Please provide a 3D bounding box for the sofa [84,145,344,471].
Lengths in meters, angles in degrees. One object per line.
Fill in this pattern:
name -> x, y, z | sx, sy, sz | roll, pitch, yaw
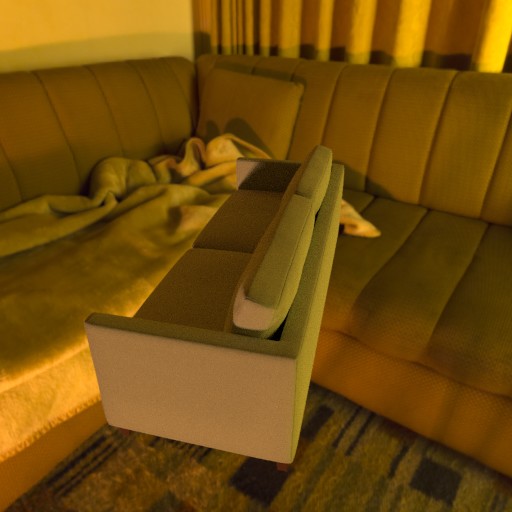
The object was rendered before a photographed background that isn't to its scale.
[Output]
sofa -> 0.000, 0.000, 2.908 | 0.948, 0.965, 2.434 | 7, 30, 12
